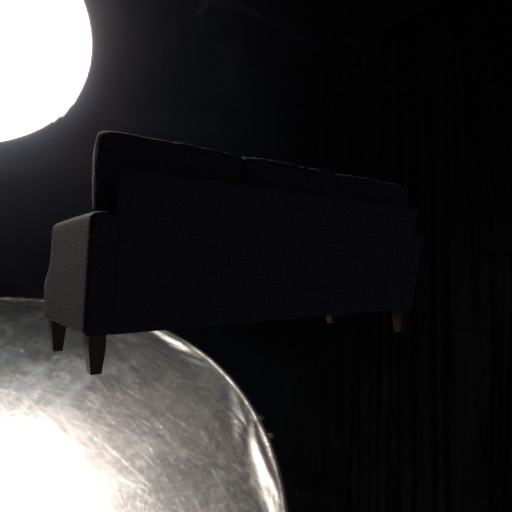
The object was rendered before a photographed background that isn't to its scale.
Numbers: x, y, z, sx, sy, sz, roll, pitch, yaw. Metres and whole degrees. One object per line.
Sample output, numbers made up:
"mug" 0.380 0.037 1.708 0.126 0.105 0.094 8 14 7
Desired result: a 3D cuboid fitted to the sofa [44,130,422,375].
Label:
"sofa" 0.000 0.000 2.583 2.115 0.984 0.888 1 -2 -37
